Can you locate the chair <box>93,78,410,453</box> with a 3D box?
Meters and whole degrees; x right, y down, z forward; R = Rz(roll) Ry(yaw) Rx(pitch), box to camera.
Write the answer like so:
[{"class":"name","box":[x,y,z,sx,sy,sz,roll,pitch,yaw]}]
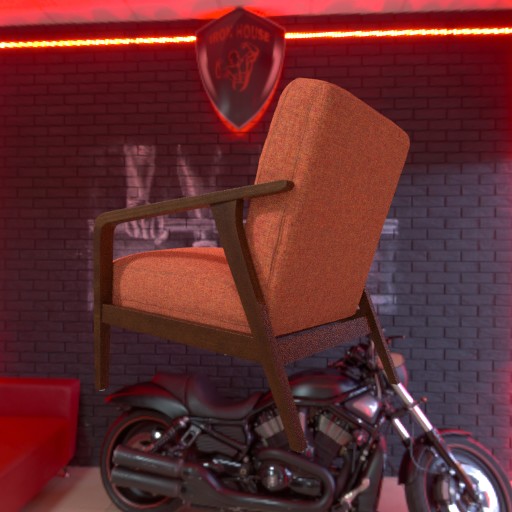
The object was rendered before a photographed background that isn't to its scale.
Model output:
[{"class":"chair","box":[0.000,0.000,1.486,0.860,0.890,0.719,0,0,37]}]
